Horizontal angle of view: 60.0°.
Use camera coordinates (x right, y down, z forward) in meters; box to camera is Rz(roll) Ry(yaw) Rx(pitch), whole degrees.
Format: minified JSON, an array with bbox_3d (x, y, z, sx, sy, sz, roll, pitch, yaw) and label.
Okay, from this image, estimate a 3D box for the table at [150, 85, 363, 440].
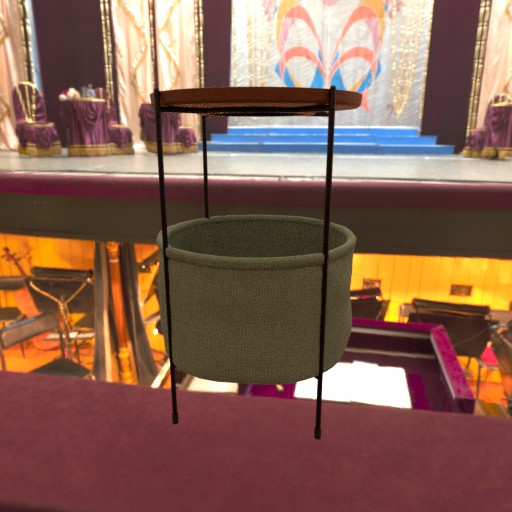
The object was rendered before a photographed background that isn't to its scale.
[{"bbox_3d":[0.000,0.000,0.906,0.400,0.623,0.400,2,16,9],"label":"table"}]
